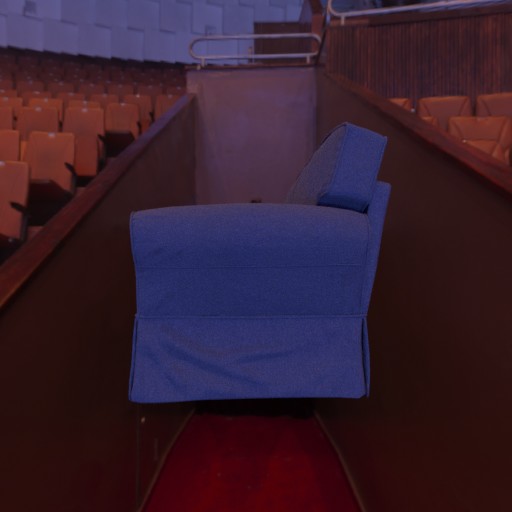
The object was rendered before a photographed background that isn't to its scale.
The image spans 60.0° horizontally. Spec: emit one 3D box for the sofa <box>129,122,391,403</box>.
[{"bbox_3d":[0.000,0.000,2.437,0.997,1.059,1.801,0,1,-1],"label":"sofa"}]
